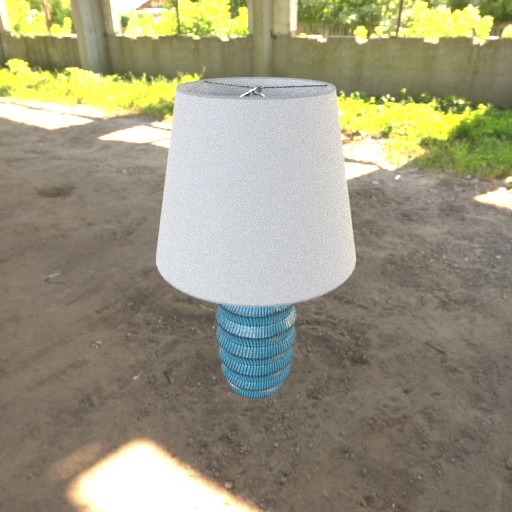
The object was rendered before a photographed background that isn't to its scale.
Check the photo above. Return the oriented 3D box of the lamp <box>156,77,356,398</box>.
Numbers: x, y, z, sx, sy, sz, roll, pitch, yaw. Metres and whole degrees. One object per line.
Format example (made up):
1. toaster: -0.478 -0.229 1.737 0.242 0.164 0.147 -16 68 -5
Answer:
1. lamp: 0.000 0.000 0.805 0.355 0.582 0.355 0 28 0
